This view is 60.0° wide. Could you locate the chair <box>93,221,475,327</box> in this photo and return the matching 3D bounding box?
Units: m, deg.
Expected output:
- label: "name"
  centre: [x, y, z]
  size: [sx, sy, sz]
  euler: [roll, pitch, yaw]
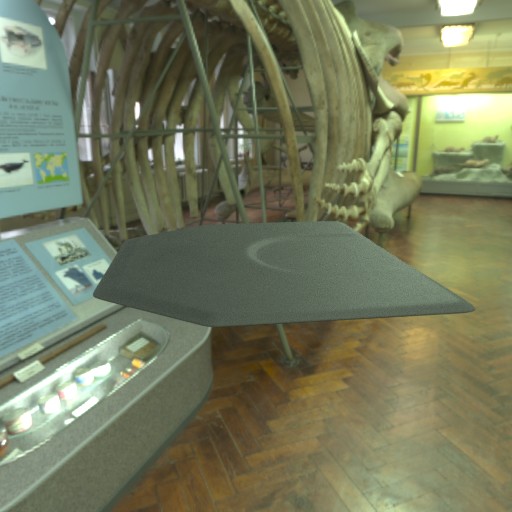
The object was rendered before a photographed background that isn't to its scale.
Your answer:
- label: "chair"
  centre: [0.000, 0.000, 1.930]
  size: [1.219, 0.024, 1.372]
  euler: [-2, 16, -7]
